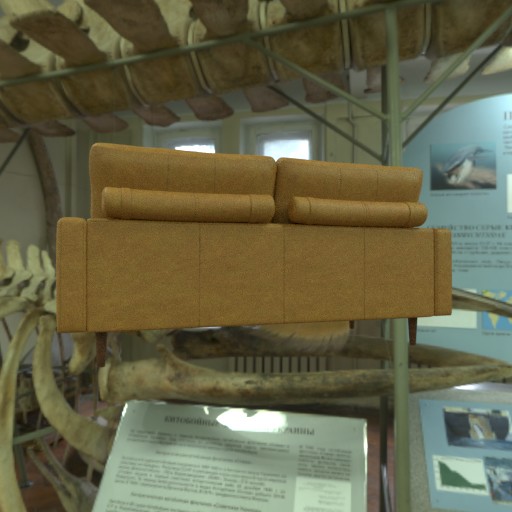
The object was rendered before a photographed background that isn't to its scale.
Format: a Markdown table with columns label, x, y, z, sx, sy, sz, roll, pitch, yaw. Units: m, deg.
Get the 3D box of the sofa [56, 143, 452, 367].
| label | x | y | z | sx | sy | sz | roll | pitch | yaw |
| --- | --- | --- | --- | --- | --- | --- | --- | --- | --- |
| sofa | 0.000 | 0.000 | 2.272 | 1.821 | 0.898 | 0.850 | 0 | -1 | -18 |
